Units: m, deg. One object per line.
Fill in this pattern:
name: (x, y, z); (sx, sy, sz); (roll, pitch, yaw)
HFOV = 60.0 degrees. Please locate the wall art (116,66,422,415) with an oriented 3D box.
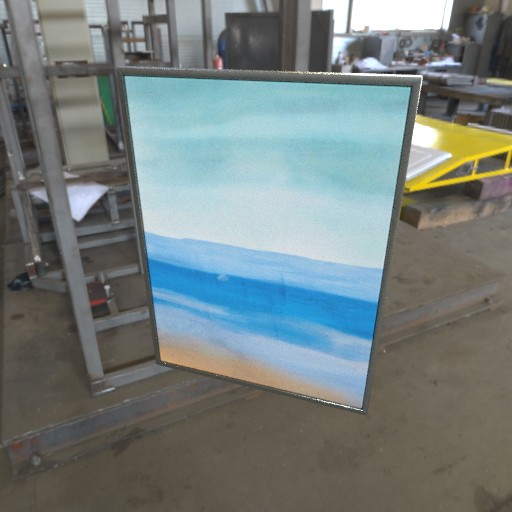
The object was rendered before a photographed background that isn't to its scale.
wall art: (0.000, 0.000, 1.374); (0.803, 1.062, 0.041); (9, 29, 16)
